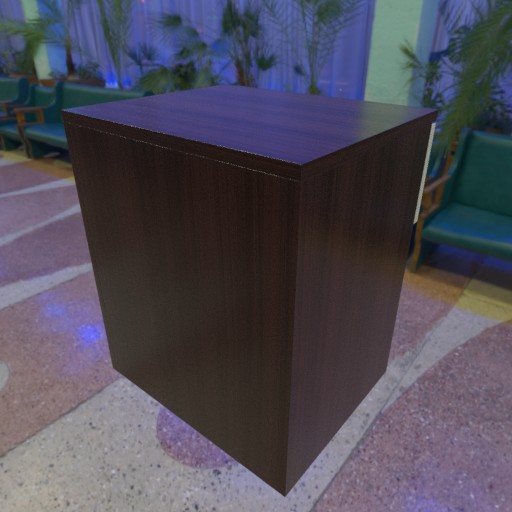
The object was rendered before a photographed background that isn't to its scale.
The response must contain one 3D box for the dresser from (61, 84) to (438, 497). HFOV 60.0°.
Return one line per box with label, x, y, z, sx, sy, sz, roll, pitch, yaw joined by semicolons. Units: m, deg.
dresser;0.000;0.000;0.732;0.400;0.470;0.360;21;35;34
